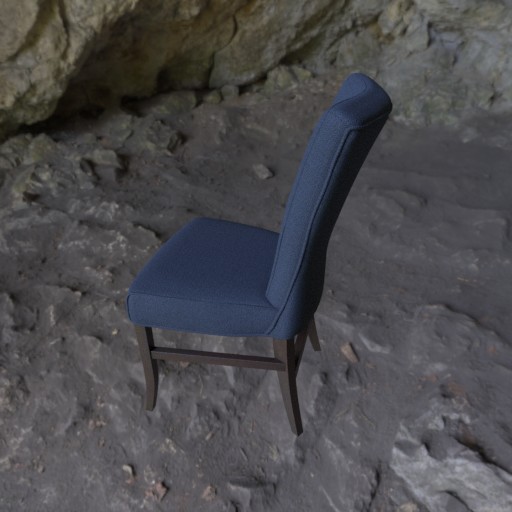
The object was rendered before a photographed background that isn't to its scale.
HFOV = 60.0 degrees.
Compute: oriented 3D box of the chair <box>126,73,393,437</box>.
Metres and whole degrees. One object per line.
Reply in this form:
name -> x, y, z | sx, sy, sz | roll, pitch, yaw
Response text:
chair -> 0.000, 0.000, 1.336 | 0.660, 0.991, 0.520 | 8, 31, 13
